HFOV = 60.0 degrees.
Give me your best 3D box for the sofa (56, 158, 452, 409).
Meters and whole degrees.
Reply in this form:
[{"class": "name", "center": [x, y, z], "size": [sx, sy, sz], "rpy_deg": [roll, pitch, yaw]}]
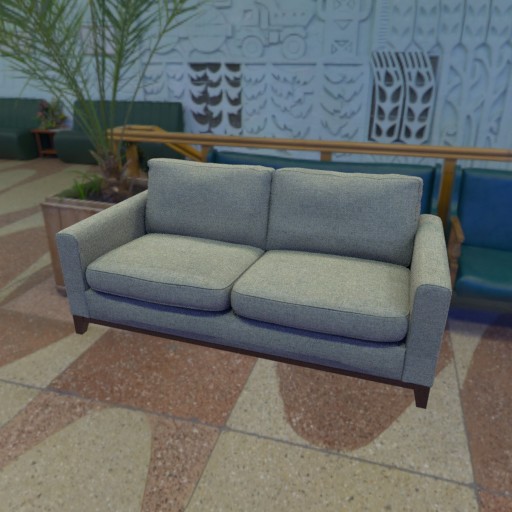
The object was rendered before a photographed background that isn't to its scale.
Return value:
[{"class": "sofa", "center": [0.000, 0.000, 2.511], "size": [1.978, 0.892, 0.969], "rpy_deg": [8, 25, 17]}]
